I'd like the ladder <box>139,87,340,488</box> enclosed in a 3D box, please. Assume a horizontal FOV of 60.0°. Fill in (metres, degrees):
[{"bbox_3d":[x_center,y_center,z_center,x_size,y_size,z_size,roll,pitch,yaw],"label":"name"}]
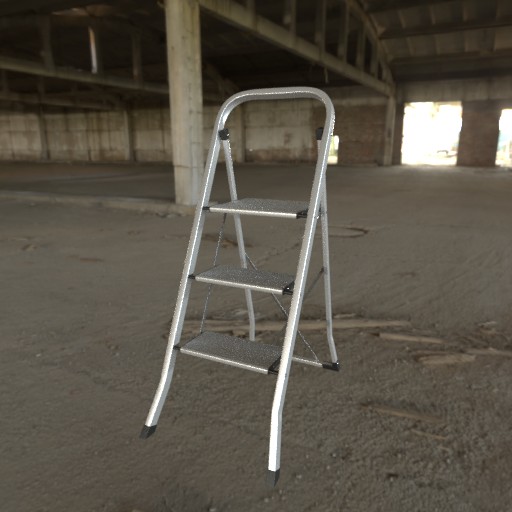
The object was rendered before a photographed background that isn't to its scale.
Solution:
[{"bbox_3d":[0.000,0.000,1.458,0.465,1.070,0.704,7,16,26],"label":"ladder"}]
